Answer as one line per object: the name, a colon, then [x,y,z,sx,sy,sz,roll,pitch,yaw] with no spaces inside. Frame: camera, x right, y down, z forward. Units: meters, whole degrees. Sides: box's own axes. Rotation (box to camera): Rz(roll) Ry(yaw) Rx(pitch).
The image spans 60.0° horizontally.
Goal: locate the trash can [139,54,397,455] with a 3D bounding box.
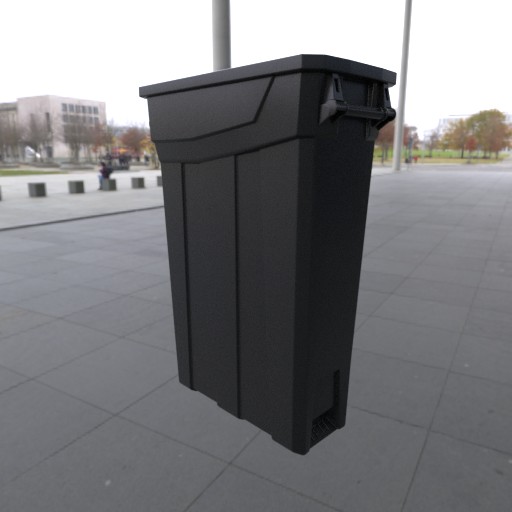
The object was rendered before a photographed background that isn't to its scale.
trash can: [0.000,0.000,1.029,0.281,0.762,0.559,-12,18,-43]
